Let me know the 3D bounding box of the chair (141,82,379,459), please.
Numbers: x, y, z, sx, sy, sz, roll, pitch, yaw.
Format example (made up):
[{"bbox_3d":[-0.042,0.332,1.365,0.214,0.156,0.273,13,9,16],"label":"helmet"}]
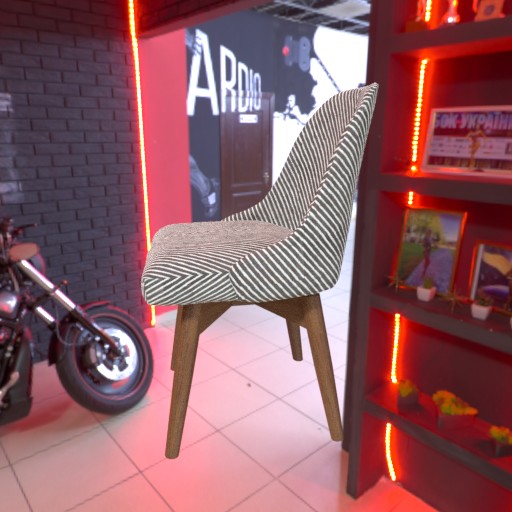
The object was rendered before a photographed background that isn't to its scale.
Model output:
[{"bbox_3d":[0.000,0.000,1.217,0.591,0.883,0.504,-2,16,-8],"label":"chair"}]
